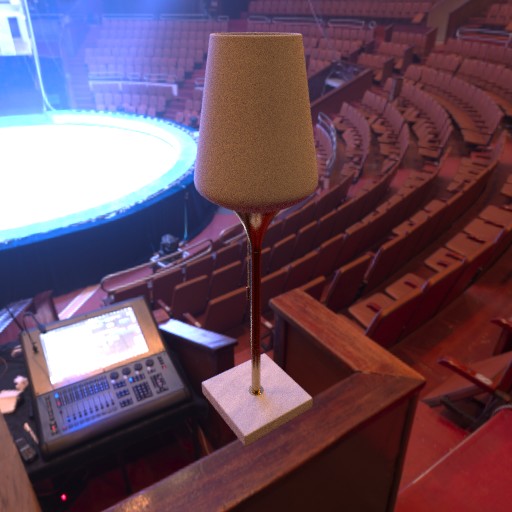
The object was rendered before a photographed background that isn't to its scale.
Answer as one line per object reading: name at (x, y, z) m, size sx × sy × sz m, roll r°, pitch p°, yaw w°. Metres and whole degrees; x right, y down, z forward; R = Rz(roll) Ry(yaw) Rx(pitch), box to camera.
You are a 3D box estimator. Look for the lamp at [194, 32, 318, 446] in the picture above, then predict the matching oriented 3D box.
lamp at (0.000, 0.000, 0.712) m, size 0.181 × 0.639 × 0.181 m, roll -18°, pitch 33°, yaw -30°
